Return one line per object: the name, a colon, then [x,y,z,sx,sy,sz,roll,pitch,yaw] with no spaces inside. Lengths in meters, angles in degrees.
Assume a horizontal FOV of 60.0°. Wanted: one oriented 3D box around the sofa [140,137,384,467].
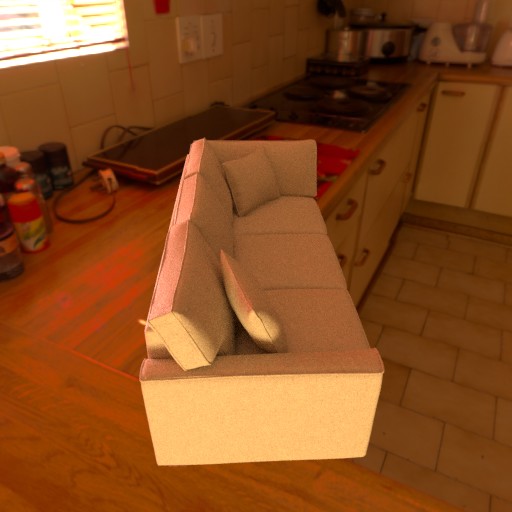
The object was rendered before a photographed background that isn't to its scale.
sofa: [0.000,0.000,2.845,1.061,0.962,2.317,-1,32,-2]
